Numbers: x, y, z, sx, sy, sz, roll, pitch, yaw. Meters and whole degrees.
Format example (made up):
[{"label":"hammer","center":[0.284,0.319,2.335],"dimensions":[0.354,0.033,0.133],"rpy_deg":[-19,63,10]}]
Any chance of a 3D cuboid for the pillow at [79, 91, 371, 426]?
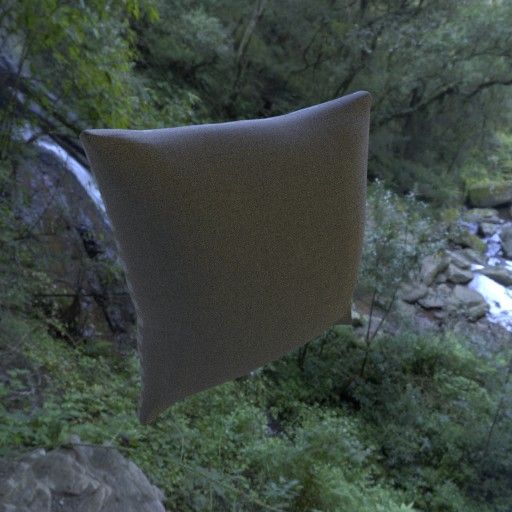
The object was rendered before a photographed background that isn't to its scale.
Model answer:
[{"label":"pillow","center":[0.000,0.000,0.761],"dimensions":[0.496,0.491,0.219],"rpy_deg":[-19,35,-31]}]
